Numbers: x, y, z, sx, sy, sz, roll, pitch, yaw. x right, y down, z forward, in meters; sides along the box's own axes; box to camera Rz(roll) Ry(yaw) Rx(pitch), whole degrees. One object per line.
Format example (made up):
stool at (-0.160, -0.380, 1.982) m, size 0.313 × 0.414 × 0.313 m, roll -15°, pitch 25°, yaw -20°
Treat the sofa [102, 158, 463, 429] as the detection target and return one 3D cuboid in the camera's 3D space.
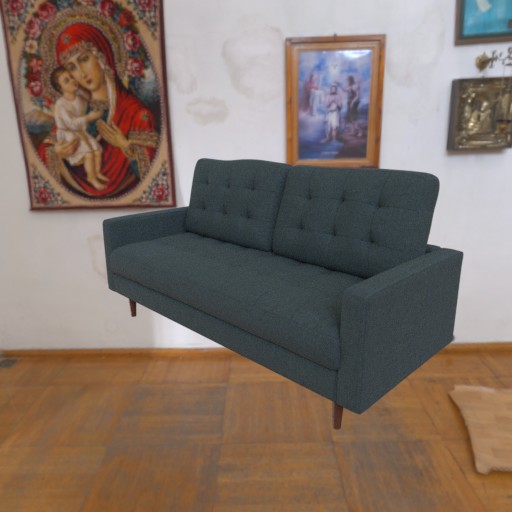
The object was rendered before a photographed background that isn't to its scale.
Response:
sofa at (0.000, 0.000, 2.591) m, size 2.010 × 1.050 × 0.966 m, roll 15°, pitch 22°, yaw 43°
